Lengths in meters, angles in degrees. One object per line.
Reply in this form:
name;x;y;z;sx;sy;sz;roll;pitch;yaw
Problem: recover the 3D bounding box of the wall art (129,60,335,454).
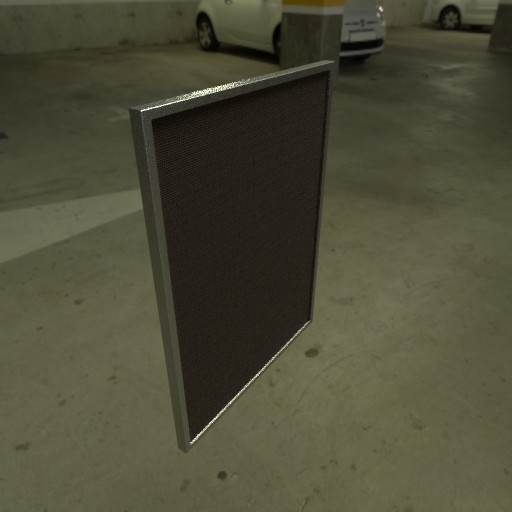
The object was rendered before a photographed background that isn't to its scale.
wall art;0.000;0.000;1.412;0.037;1.062;0.801;21;37;30
